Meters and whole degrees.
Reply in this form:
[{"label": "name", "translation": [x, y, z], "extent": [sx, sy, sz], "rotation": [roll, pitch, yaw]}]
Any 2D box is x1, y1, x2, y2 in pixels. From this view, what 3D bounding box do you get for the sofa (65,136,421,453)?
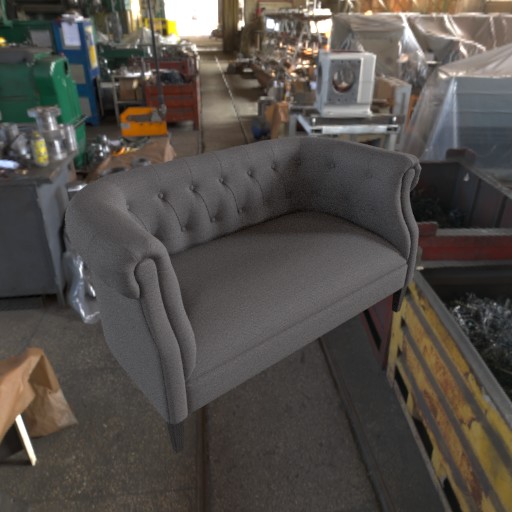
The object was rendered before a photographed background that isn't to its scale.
[{"label": "sofa", "translation": [0.000, 0.000, 2.044], "extent": [1.558, 0.827, 0.835], "rotation": [-22, 35, -34]}]
